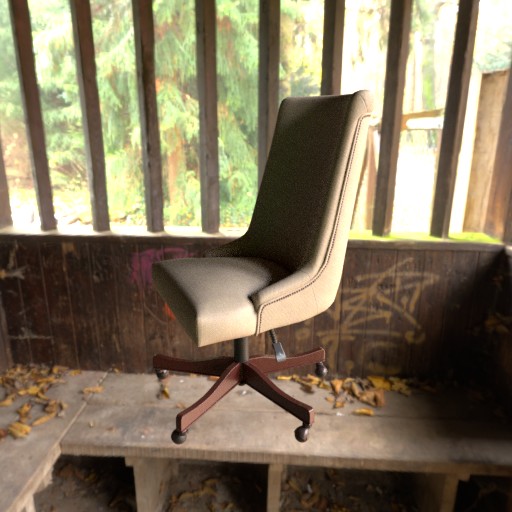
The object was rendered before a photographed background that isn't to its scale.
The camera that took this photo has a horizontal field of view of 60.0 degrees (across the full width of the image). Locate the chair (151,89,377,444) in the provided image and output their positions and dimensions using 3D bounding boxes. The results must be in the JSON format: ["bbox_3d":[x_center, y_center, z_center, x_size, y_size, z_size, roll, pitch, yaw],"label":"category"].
[{"bbox_3d":[0.000,0.000,1.449,0.696,1.010,0.645,-8,18,-24],"label":"chair"}]
